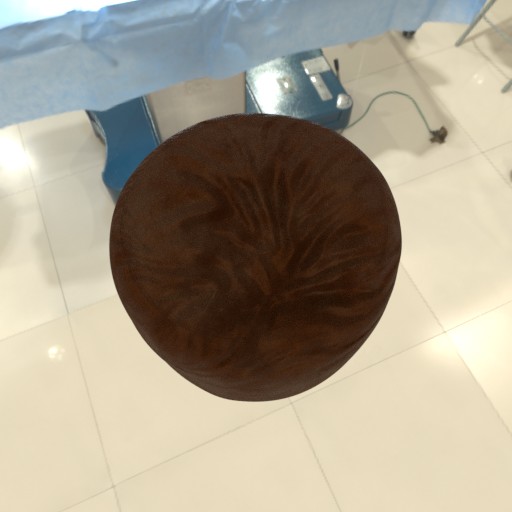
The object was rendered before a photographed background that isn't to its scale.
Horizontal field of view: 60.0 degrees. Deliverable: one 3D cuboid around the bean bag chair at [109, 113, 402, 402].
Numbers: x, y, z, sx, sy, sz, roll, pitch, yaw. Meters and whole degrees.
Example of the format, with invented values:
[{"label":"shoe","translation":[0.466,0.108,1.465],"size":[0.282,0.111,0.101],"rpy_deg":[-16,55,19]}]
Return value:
[{"label":"bean bag chair","translation":[0.000,0.000,1.530],"size":[0.918,0.616,0.918],"rpy_deg":[0,64,0]}]
